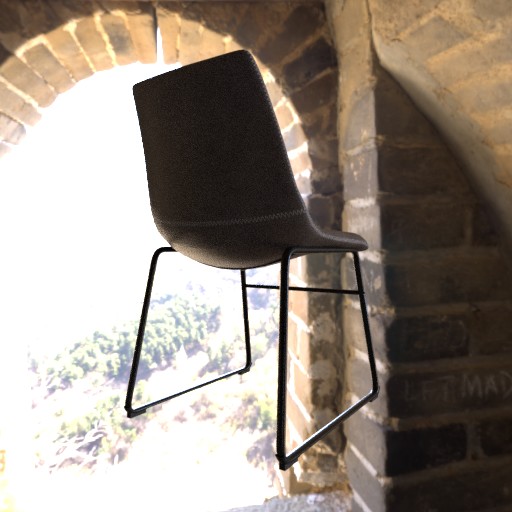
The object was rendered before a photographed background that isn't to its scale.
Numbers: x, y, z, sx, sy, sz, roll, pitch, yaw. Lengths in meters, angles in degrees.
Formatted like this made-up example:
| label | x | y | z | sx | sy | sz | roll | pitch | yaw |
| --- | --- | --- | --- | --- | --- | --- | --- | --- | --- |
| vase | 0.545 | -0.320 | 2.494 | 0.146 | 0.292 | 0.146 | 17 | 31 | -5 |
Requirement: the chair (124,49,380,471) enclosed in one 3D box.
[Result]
| label | x | y | z | sx | sy | sz | roll | pitch | yaw |
| --- | --- | --- | --- | --- | --- | --- | --- | --- | --- |
| chair | 0.000 | 0.000 | 1.124 | 0.460 | 0.780 | 0.550 | 1 | 1 | 35 |
